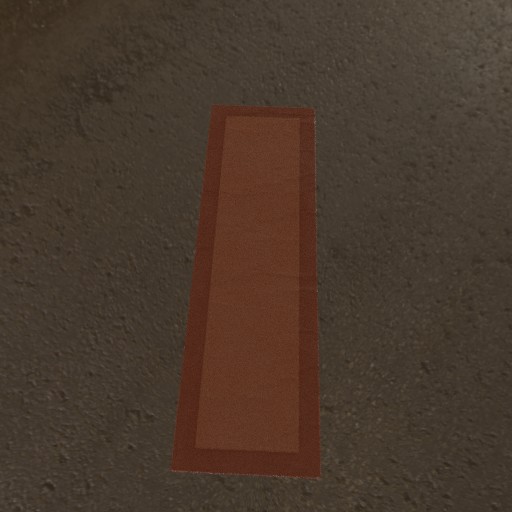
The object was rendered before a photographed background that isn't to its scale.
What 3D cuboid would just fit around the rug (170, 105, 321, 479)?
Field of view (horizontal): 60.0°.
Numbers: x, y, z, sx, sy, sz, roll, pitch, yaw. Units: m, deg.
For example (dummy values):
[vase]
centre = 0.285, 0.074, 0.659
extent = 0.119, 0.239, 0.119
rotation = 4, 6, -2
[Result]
[rug]
centre = 0.000, 0.000, 2.735
extent = 0.914, 0.013, 2.471
rotation = -1, 65, -1
